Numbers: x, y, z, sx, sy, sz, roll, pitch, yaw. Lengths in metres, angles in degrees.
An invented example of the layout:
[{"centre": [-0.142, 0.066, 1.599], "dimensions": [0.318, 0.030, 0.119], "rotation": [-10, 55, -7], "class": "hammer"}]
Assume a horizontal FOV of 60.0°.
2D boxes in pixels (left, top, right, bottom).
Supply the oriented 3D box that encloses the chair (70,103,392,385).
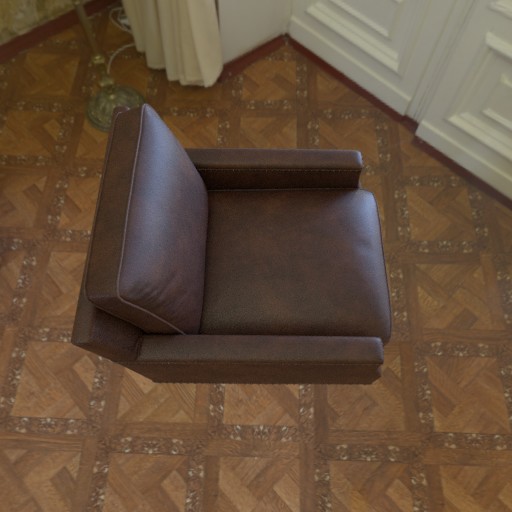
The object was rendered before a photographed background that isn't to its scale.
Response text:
[{"centre": [0.000, 0.000, 1.685], "dimensions": [1.014, 0.929, 0.853], "rotation": [0, 65, 0], "class": "chair"}]
